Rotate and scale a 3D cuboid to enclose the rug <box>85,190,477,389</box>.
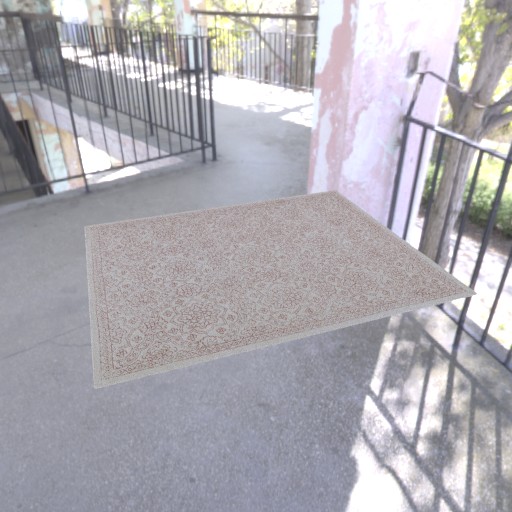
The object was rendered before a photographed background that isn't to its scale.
[{"bbox_3d":[0.000,0.000,4.237,3.050,0.015,2.441,-10,32,-17],"label":"rug"}]
